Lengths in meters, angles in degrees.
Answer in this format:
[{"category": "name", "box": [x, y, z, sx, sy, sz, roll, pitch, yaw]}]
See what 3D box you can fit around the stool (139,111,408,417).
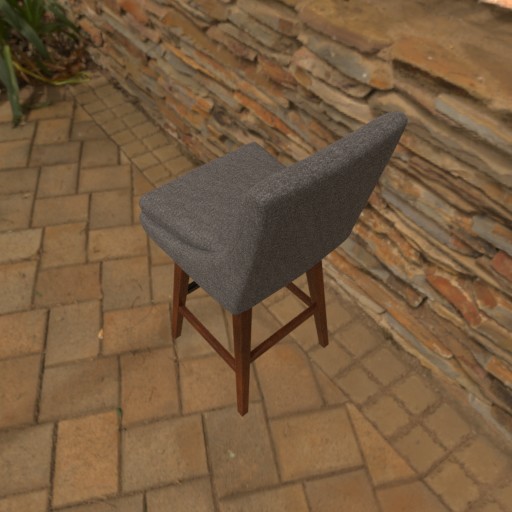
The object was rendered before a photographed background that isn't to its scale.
[{"category": "stool", "box": [0.000, 0.000, 1.404, 0.489, 1.068, 0.572, -33, 55, -26]}]
